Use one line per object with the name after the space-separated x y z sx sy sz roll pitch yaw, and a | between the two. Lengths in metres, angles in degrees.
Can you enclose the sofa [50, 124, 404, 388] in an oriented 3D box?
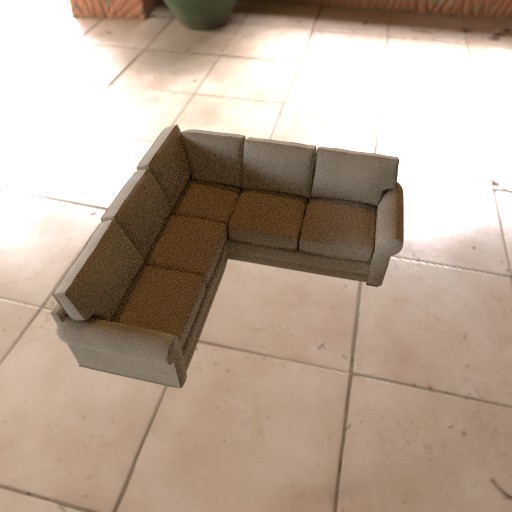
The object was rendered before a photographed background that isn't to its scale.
0.000 0.000 4.008 2.569 1.054 2.487 9 47 9 | sofa
